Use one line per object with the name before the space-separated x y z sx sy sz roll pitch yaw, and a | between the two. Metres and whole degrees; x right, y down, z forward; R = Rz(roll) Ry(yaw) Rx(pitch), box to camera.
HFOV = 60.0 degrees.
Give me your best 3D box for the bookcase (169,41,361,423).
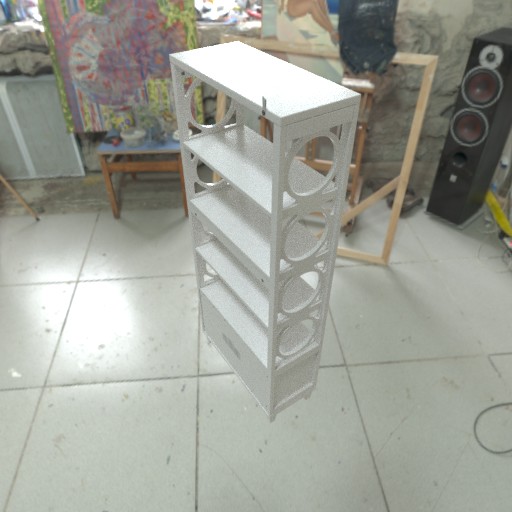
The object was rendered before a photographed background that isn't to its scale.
bookcase | 0.000 0.000 2.218 0.361 1.869 0.761 -24 46 -25
